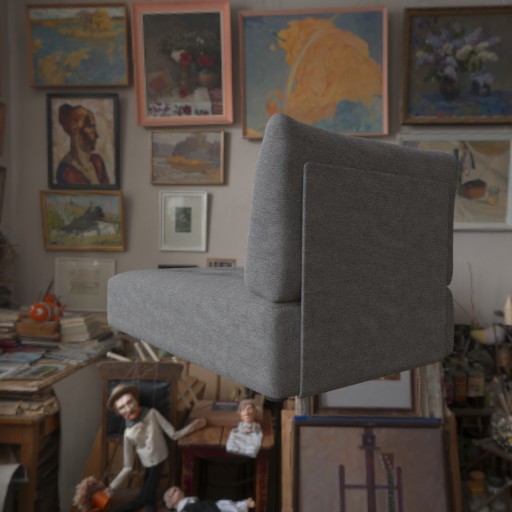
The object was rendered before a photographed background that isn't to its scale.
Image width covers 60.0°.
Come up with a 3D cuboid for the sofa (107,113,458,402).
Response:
[{"bbox_3d":[0.000,0.000,2.023,0.930,0.820,1.450,-1,1,-36],"label":"sofa"}]
